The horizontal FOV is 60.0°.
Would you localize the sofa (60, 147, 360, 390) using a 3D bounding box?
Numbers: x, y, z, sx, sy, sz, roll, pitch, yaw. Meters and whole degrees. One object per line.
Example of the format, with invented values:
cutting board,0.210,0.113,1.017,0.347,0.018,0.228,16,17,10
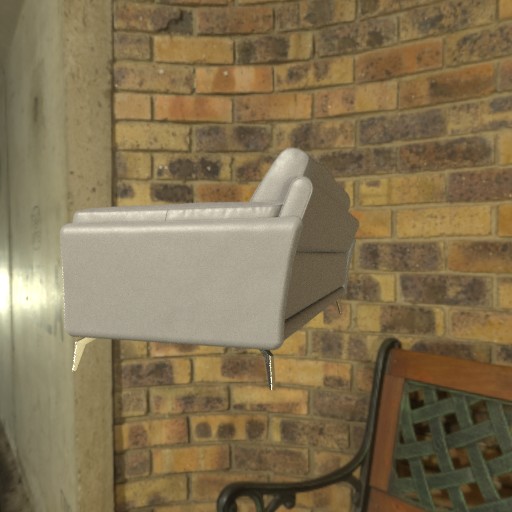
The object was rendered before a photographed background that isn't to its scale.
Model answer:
sofa,0.000,0.000,2.637,1.049,0.930,2.101,0,0,18
